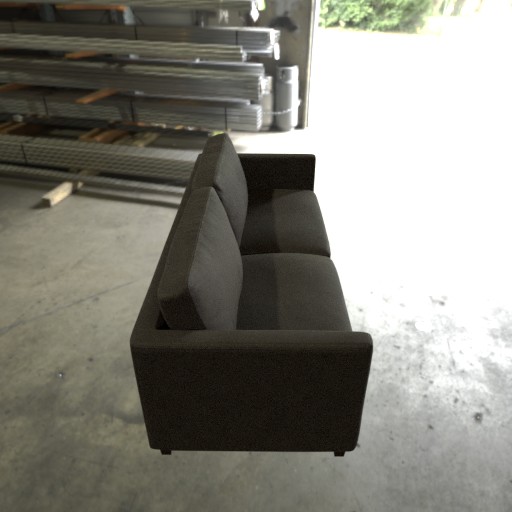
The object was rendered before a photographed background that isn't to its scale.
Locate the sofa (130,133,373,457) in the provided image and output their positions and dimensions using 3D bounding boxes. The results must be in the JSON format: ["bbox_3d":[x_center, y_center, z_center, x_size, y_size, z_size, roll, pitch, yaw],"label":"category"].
[{"bbox_3d":[0.000,0.000,2.703,0.951,0.965,2.208,0,32,1],"label":"sofa"}]
